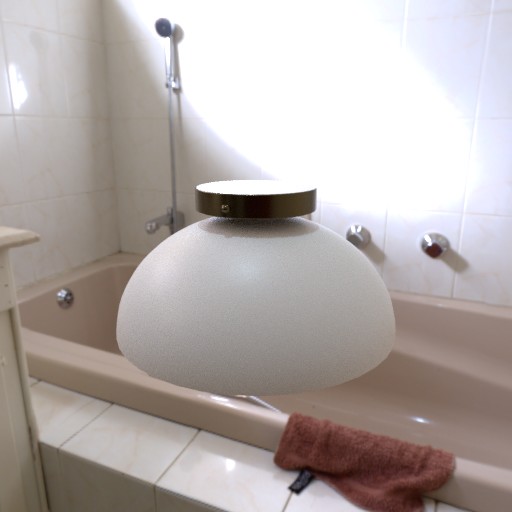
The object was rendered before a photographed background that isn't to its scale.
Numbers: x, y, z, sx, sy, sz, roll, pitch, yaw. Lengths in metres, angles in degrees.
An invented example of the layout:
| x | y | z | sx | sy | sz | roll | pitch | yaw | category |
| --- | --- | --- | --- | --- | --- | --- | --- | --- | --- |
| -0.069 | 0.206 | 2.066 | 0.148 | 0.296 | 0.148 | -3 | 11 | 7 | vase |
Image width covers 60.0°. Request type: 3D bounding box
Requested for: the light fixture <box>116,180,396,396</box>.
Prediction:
| x | y | z | sx | sy | sz | roll | pitch | yaw | category |
| --- | --- | --- | --- | --- | --- | --- | --- | --- | --- |
| 0.000 | 0.000 | 0.566 | 0.355 | 0.177 | 0.355 | 0 | 16 | 0 | light fixture |
